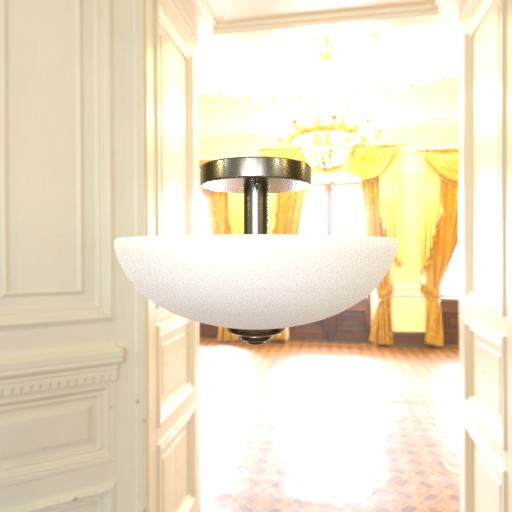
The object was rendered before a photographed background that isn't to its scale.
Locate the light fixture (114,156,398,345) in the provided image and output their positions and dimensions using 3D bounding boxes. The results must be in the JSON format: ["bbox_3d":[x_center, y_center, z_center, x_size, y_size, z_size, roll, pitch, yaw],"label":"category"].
[{"bbox_3d":[0.000,0.000,0.540,0.330,0.214,0.330,0,0,0],"label":"light fixture"}]
